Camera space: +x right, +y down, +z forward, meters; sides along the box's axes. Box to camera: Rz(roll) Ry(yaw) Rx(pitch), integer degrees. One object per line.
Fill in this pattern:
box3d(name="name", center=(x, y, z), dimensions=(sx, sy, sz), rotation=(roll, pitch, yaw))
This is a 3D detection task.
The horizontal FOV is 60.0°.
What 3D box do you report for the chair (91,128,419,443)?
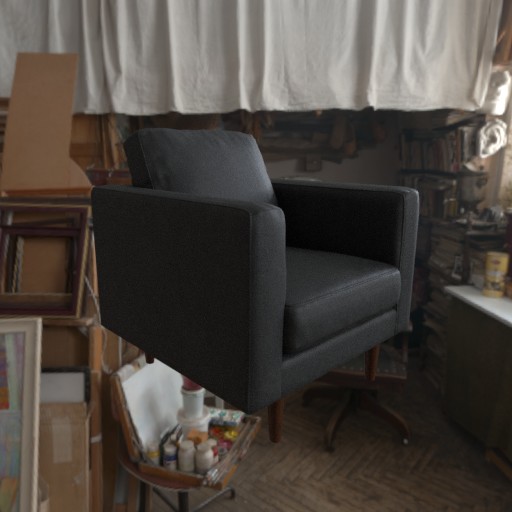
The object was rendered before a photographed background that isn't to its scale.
box3d(name="chair", center=(0.000, 0.000, 1.596), dimensions=(0.831, 0.898, 0.879), rotation=(-12, 18, -43))
